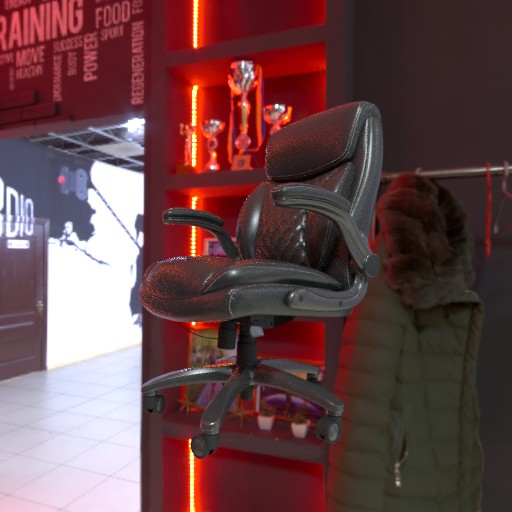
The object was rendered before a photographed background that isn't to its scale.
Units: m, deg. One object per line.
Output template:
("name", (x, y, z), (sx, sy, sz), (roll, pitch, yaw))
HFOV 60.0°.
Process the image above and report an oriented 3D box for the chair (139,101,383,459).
("chair", (0.000, 0.000, 1.566), (0.724, 1.110, 0.782), (0, -1, -36))
